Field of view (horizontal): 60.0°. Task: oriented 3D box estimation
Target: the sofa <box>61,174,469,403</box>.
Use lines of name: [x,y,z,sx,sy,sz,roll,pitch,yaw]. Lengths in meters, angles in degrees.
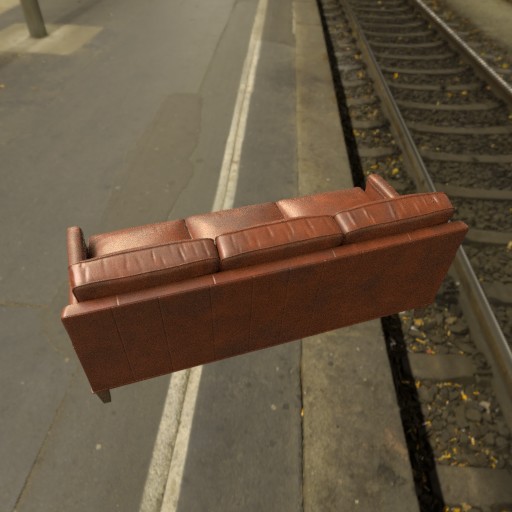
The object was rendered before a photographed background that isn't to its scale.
sofa: [0.000,0.000,2.814,2.240,1.003,1.084,-12,42,-14]
